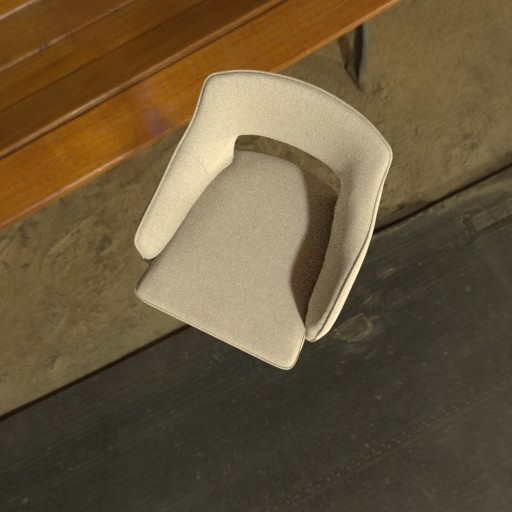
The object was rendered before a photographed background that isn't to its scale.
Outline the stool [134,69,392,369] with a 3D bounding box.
[{"bbox_3d":[0.000,0.000,1.377,0.550,1.041,0.560,25,77,6],"label":"stool"}]
